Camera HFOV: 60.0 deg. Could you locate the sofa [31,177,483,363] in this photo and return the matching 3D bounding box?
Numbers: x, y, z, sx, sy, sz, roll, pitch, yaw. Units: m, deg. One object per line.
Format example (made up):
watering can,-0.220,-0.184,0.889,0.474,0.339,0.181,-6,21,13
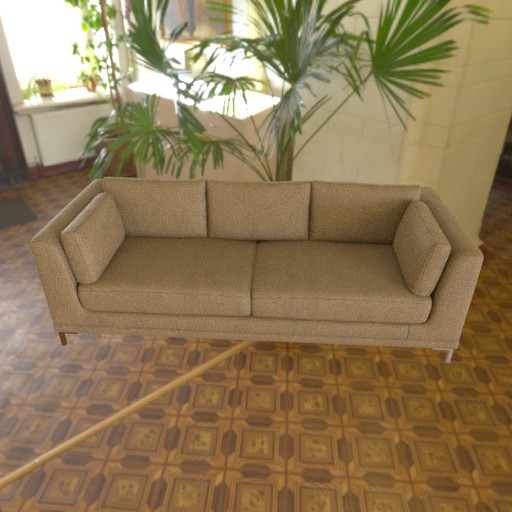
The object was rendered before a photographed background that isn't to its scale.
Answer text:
sofa,0.000,0.000,2.888,2.415,0.867,0.969,2,30,3
